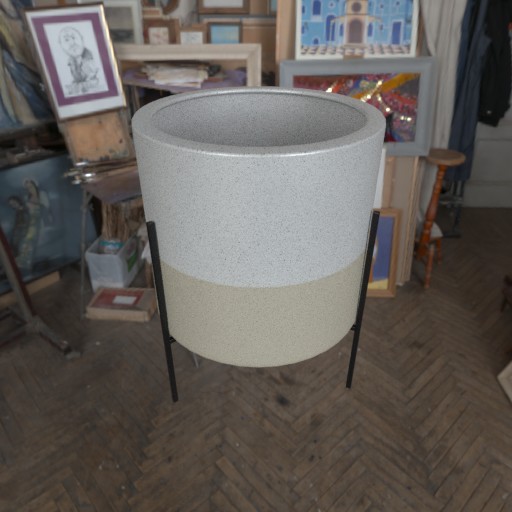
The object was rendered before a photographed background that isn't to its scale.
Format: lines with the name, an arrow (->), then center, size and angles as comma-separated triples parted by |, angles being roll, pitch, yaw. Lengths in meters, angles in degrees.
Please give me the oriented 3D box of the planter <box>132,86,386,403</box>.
planter -> 0.000, 0.000, 0.760 | 0.368, 0.484, 0.359 | -21, 38, -30
